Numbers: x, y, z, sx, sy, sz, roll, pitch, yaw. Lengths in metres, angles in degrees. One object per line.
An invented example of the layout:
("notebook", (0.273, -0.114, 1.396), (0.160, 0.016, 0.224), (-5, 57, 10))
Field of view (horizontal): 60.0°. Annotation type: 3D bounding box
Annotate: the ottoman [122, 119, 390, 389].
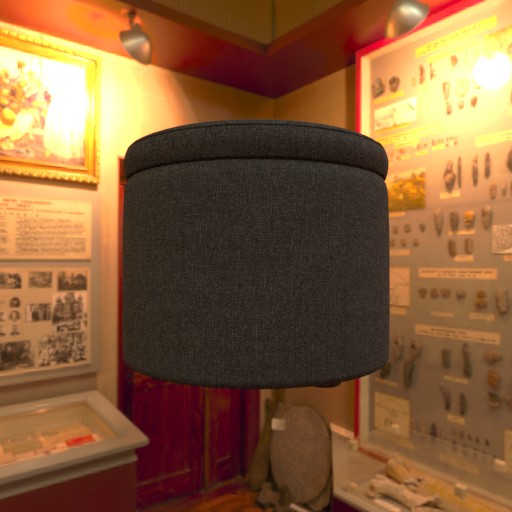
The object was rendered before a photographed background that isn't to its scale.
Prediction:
("ottoman", (0.000, 0.000, 0.901), (0.520, 0.430, 0.520), (0, -1, 0))
